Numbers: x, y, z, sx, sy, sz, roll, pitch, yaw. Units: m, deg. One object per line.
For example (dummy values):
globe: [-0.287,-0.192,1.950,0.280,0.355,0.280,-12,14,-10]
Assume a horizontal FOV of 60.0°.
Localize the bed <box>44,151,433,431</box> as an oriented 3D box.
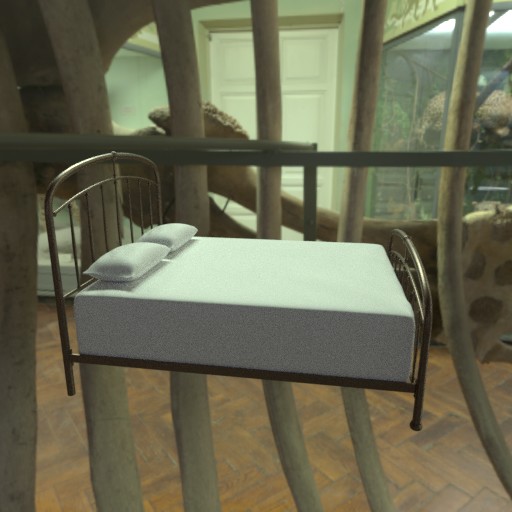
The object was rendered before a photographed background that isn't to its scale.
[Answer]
bed: [0.000,0.000,3.244,2.168,1.475,1.711,3,16,9]
